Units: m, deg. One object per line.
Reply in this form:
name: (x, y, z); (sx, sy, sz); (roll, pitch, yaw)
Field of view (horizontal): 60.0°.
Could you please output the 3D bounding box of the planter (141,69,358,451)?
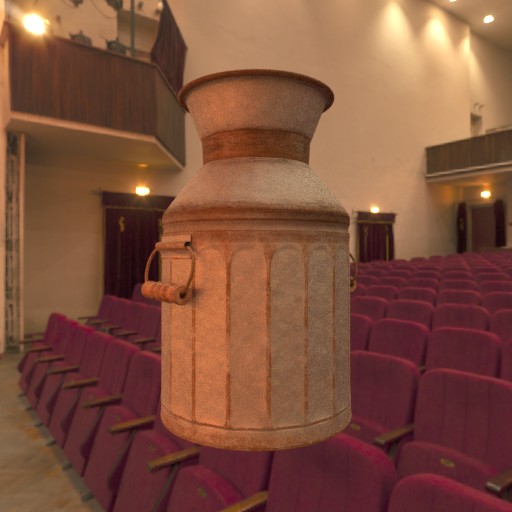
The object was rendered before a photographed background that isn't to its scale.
planter: (0.000, 0.000, 0.509); (0.248, 0.358, 0.215); (0, 1, -36)
